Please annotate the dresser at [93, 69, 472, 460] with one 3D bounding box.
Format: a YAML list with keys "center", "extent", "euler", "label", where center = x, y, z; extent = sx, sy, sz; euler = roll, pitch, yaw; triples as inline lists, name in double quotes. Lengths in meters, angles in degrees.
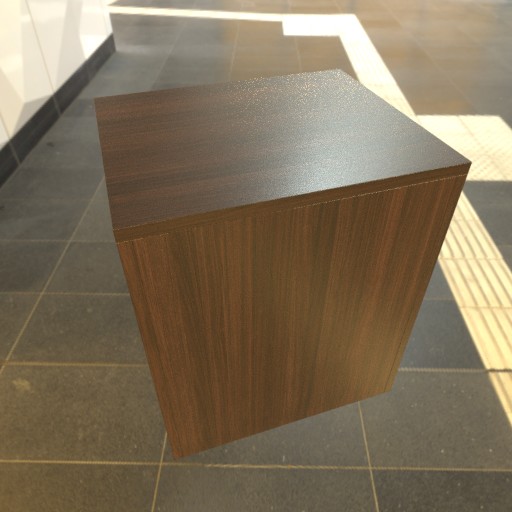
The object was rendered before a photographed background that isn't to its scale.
- center: [0.000, 0.000, 0.740]
  extent: [0.400, 0.470, 0.360]
  euler: [-12, 42, -14]
  label: "dresser"
